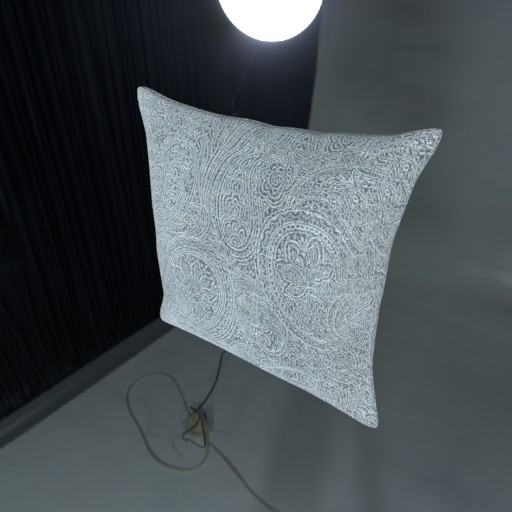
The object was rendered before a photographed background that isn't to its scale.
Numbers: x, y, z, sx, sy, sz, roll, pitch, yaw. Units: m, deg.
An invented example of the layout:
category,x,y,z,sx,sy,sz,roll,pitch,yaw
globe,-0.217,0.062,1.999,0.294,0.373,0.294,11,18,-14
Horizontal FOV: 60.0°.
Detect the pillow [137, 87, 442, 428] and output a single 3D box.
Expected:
category,x,y,z,sx,sy,sz,roll,pitch,yaw
pillow,0.000,0.000,0.769,0.523,0.510,0.166,19,35,30
